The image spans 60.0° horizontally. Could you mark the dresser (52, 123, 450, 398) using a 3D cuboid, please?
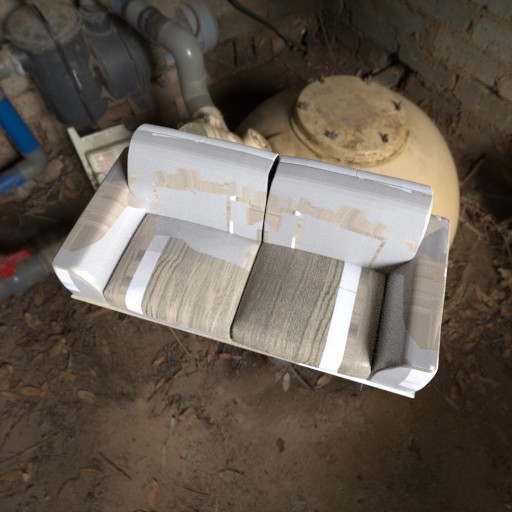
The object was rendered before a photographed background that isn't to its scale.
[{"bbox_3d":[0.000,0.000,5.821,4.679,1.863,2.251,15,59,9],"label":"dresser"}]
